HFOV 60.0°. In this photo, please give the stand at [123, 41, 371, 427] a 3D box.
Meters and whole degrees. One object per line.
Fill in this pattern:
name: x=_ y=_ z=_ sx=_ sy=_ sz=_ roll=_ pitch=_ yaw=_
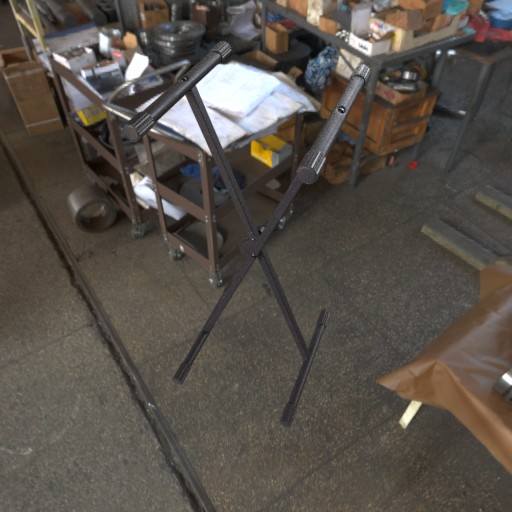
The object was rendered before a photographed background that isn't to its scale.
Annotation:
stand: x=0.000 y=0.000 z=1.205 sx=0.409 sy=0.940 sz=0.449 roll=17 pitch=49 yaw=15
